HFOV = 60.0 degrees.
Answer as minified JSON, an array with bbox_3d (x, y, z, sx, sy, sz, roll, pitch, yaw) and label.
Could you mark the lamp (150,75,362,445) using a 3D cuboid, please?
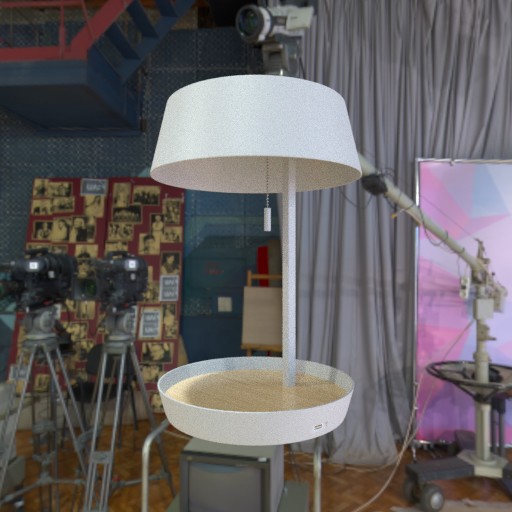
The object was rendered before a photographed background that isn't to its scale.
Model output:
[{"bbox_3d":[0.000,0.000,0.625,0.291,0.429,0.291,0,0,0],"label":"lamp"}]
